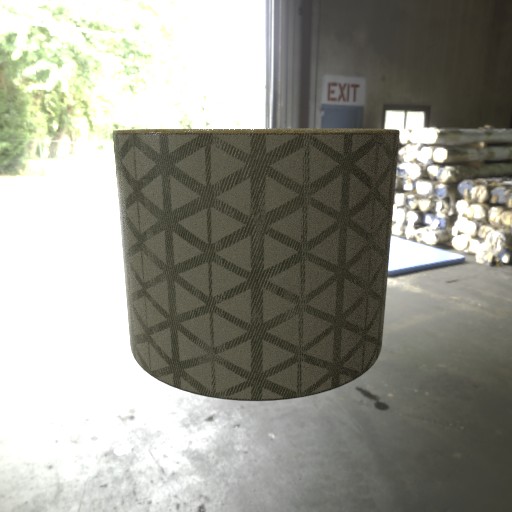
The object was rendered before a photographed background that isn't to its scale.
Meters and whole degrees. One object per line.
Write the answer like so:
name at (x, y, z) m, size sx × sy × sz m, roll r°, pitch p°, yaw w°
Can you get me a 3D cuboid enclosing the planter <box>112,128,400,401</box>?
planter at (0.000, 0.000, 0.331) m, size 0.190 × 0.181 × 0.190 m, roll 0°, pitch 16°, yaw 0°
